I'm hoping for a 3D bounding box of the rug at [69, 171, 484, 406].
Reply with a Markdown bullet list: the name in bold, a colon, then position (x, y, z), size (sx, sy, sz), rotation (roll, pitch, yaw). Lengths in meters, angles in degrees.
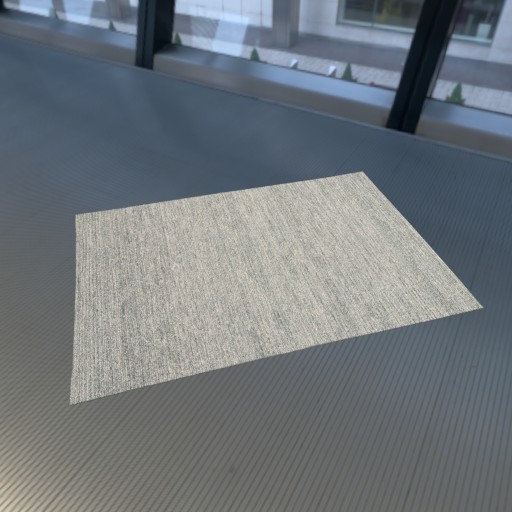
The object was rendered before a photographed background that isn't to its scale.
- **rug**: position (0.000, 0.000, 2.945), size (2.338, 0.030, 1.616), rotation (-10, 42, -12)
